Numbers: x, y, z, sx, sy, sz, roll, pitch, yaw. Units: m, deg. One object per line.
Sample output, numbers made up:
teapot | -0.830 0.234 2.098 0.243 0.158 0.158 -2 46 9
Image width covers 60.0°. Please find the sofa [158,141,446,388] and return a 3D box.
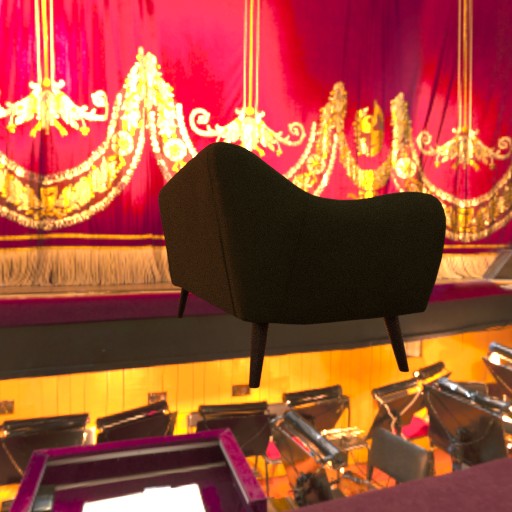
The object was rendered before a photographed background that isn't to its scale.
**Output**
sofa | 0.000 0.000 2.270 0.820 0.836 1.840 0 2 -19
